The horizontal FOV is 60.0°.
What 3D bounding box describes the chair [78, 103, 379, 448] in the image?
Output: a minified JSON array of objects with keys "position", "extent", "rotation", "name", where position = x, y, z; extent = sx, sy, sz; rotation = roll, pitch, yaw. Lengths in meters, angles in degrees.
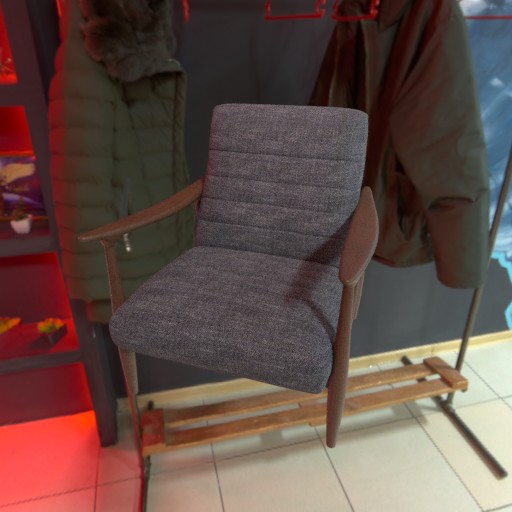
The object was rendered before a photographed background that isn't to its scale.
[{"position":[0.000,0.000,1.434],"extent":[0.741,0.832,0.798],"rotation":[9,29,16],"name":"chair"}]
